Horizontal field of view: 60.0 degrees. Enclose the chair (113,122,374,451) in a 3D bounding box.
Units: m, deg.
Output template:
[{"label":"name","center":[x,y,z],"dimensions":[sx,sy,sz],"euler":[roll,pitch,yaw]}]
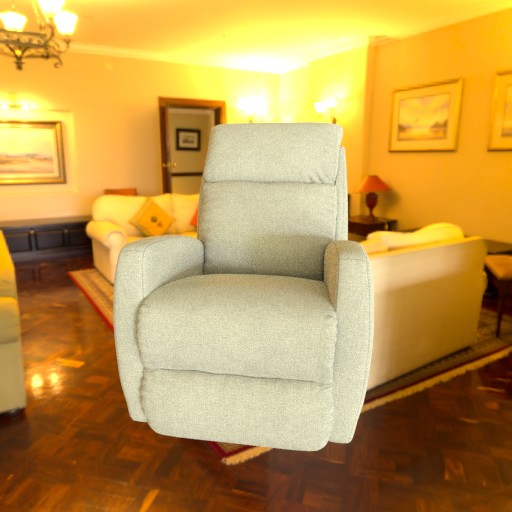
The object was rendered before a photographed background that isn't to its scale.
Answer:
[{"label":"chair","center":[0.000,0.000,1.664],"dimensions":[0.812,1.015,0.941],"euler":[2,13,10]}]
